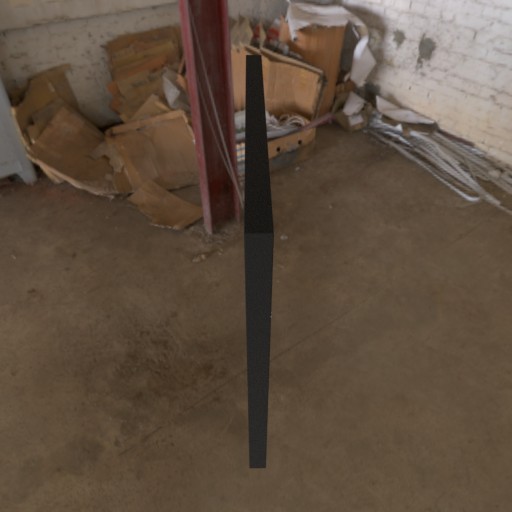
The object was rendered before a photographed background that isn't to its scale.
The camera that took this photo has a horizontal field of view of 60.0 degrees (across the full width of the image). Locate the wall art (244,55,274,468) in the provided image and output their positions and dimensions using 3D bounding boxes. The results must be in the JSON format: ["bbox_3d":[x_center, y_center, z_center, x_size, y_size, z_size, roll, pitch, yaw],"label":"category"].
[{"bbox_3d":[0.000,0.000,1.148,0.044,0.758,0.758,-1,42,-1],"label":"wall art"}]
